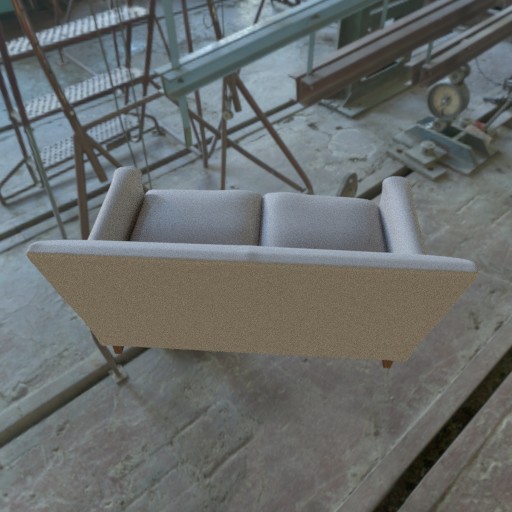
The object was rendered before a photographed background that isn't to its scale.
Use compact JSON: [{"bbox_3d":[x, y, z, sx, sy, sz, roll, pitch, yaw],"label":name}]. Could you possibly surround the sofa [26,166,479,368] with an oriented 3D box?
[{"bbox_3d":[0.000,0.000,2.049,1.482,0.890,0.888,3,47,2],"label":"sofa"}]
